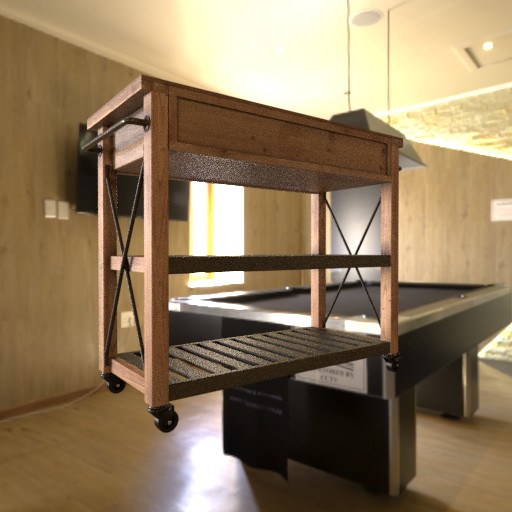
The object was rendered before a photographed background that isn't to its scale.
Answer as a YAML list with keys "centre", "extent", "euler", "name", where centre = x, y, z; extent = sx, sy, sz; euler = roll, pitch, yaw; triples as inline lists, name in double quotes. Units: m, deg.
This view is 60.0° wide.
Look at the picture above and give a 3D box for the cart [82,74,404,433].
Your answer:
- centre: [0.000, 0.000, 0.979]
  extent: [0.686, 0.554, 0.298]
  euler: [-1, 1, -36]
  name: "cart"
